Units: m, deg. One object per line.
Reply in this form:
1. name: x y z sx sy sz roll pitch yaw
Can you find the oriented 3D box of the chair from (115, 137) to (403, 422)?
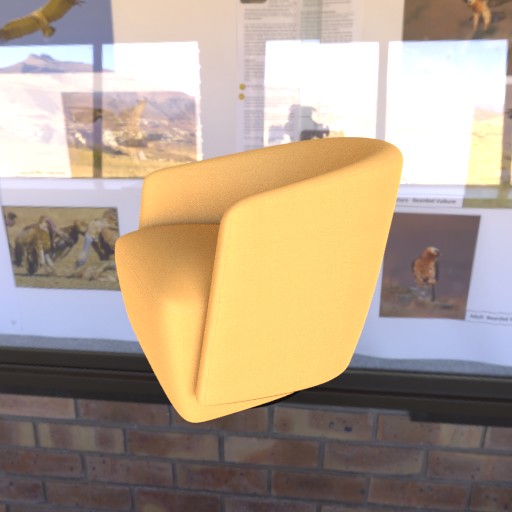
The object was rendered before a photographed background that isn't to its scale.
1. chair: 0.000 0.000 1.351 0.767 0.698 0.773 -7 17 -25
